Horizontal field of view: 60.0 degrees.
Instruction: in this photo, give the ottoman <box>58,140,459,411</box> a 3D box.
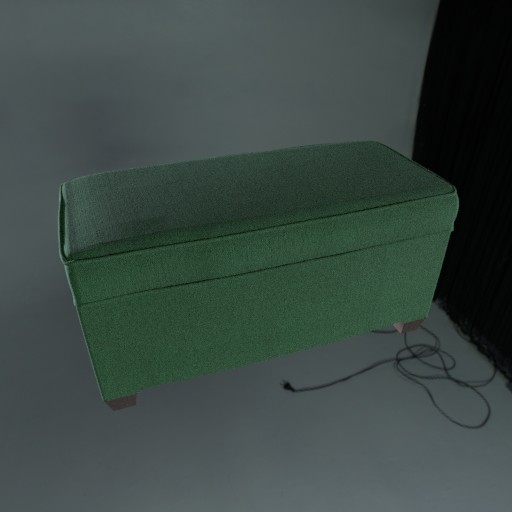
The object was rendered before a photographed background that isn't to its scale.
[{"bbox_3d":[0.000,0.000,1.251,0.957,0.471,0.483,-11,35,-16],"label":"ottoman"}]
